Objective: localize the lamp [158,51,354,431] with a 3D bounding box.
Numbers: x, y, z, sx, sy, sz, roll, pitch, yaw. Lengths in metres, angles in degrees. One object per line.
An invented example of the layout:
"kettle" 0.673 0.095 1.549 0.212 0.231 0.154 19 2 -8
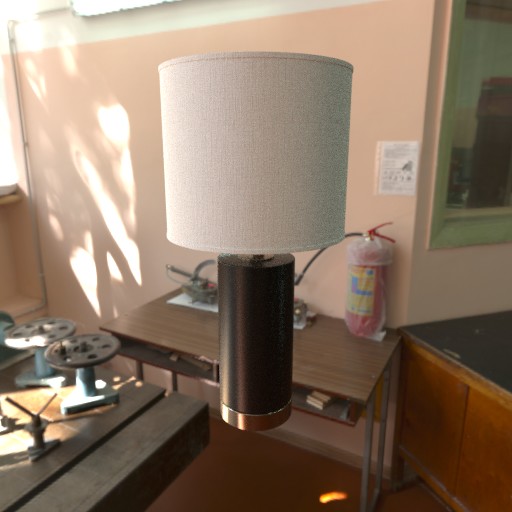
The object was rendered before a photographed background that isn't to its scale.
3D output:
"lamp" 0.000 0.000 0.618 0.241 0.482 0.240 -7 16 -27
